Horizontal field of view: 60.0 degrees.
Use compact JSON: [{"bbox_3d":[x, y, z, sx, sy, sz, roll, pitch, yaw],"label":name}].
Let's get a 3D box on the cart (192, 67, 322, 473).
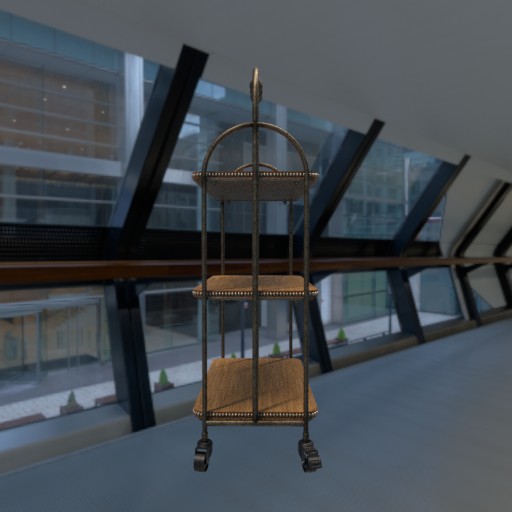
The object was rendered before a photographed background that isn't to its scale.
[{"bbox_3d":[0.000,0.000,1.354,0.330,1.052,0.650,0,2,1],"label":"cart"}]
